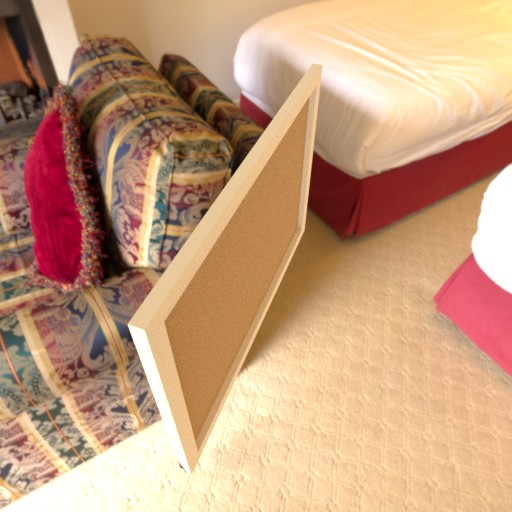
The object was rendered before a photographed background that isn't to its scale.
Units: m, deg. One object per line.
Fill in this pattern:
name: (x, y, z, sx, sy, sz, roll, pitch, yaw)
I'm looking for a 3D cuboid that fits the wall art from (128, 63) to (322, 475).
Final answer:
wall art: (0.000, 0.000, 1.414, 0.038, 0.767, 1.144, 16, 49, 15)
